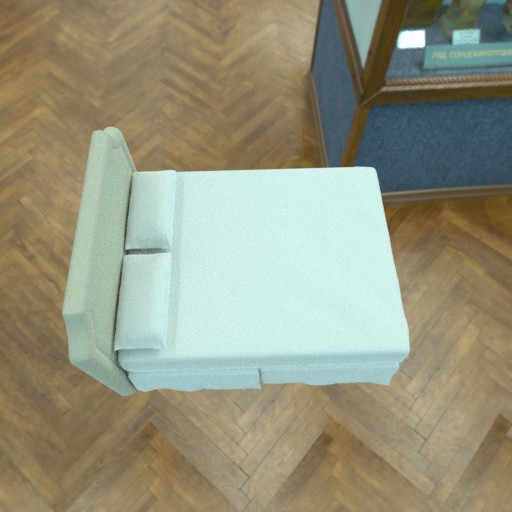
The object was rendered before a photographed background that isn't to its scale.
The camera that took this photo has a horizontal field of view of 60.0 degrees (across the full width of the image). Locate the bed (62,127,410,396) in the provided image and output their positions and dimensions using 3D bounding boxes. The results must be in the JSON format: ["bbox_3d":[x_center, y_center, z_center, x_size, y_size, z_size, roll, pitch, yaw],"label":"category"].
[{"bbox_3d":[0.000,0.000,3.198,2.116,1.290,1.693,-2,64,-1],"label":"bed"}]
